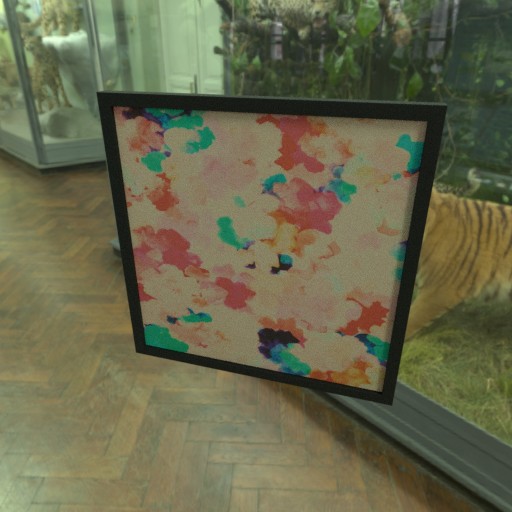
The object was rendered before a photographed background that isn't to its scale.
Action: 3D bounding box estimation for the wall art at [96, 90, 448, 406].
[{"bbox_3d":[0.000,0.000,0.447,0.306,0.304,0.015,8,28,15],"label":"wall art"}]
